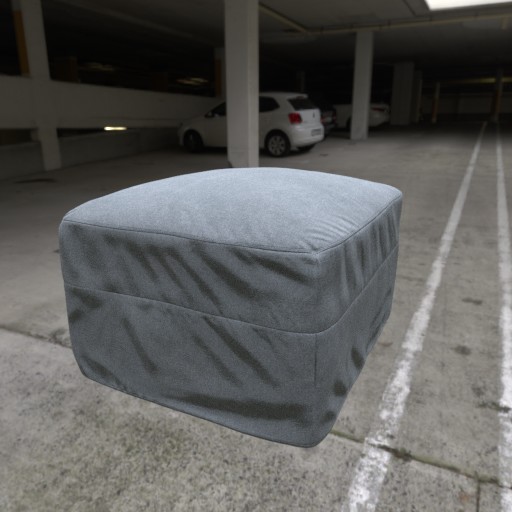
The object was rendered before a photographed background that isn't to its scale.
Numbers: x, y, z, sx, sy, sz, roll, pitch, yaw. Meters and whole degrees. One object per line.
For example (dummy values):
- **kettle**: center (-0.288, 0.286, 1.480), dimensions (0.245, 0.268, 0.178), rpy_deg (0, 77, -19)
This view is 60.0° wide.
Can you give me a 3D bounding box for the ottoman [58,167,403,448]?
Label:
- **ottoman**: center (0.000, 0.000, 1.257), dimensions (0.683, 0.481, 0.837), rpy_deg (8, 18, 25)
